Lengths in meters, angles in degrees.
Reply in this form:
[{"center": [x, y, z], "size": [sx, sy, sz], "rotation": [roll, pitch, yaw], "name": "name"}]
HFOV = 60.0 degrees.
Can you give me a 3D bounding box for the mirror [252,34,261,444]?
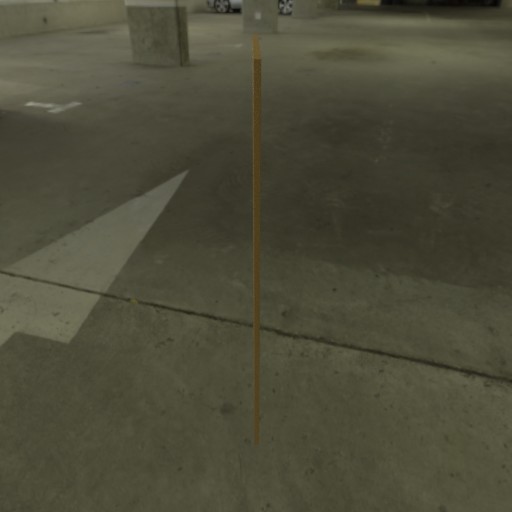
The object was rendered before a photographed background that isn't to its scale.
[{"center": [0.000, 0.000, 2.345], "size": [0.025, 2.031, 0.812], "rotation": [0, 32, -1], "name": "mirror"}]
